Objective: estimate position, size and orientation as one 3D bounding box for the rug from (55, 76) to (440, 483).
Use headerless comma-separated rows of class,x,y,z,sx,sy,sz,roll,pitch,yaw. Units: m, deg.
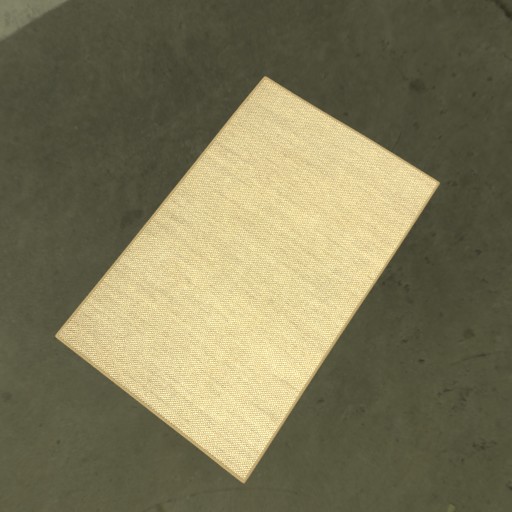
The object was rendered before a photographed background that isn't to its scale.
rug,0.000,0.000,2.101,1.062,0.013,1.667,34,78,8
